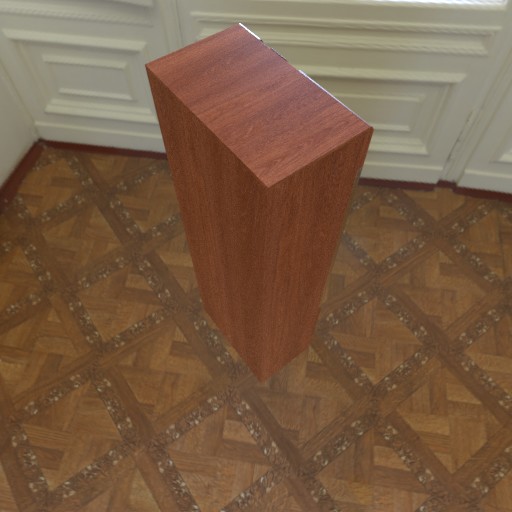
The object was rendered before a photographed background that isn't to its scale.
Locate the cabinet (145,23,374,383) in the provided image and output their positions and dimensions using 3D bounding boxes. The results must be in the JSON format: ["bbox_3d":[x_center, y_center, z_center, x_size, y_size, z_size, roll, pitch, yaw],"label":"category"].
[{"bbox_3d":[0.000,0.000,2.235,0.420,1.980,0.660,-33,64,-18],"label":"cabinet"}]
